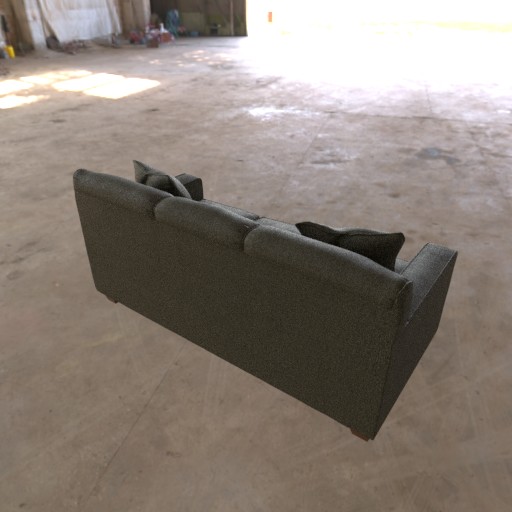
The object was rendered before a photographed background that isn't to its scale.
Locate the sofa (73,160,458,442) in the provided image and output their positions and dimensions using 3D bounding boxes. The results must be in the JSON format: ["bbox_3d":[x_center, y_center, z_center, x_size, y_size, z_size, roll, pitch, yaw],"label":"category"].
[{"bbox_3d":[0.000,0.000,2.630,2.024,0.958,0.997,20,36,31],"label":"sofa"}]
